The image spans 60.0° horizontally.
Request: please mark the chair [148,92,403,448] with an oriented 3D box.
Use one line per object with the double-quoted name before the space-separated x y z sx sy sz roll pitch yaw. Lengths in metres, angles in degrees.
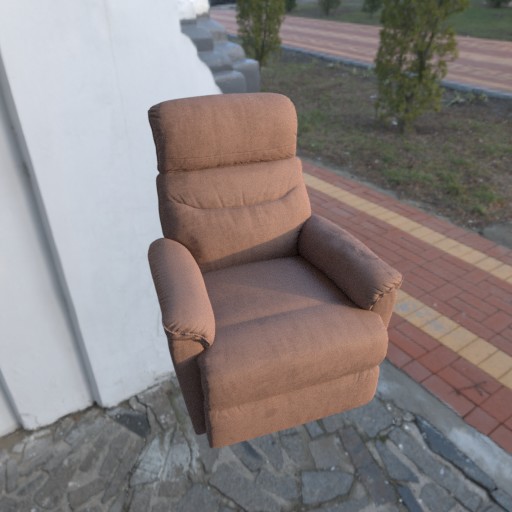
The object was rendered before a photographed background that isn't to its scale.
"chair" 0.000 0.000 1.731 0.820 1.037 1.004 -10 34 -16
